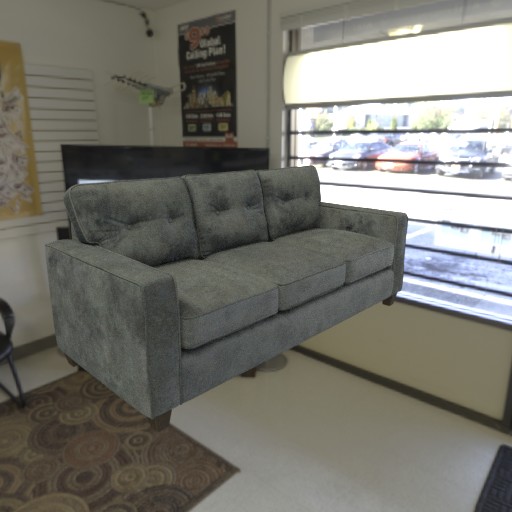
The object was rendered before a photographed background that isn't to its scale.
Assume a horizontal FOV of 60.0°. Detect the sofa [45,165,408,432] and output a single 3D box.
[{"bbox_3d":[0.000,0.000,2.677,0.939,0.965,2.133,15,21,42],"label":"sofa"}]
